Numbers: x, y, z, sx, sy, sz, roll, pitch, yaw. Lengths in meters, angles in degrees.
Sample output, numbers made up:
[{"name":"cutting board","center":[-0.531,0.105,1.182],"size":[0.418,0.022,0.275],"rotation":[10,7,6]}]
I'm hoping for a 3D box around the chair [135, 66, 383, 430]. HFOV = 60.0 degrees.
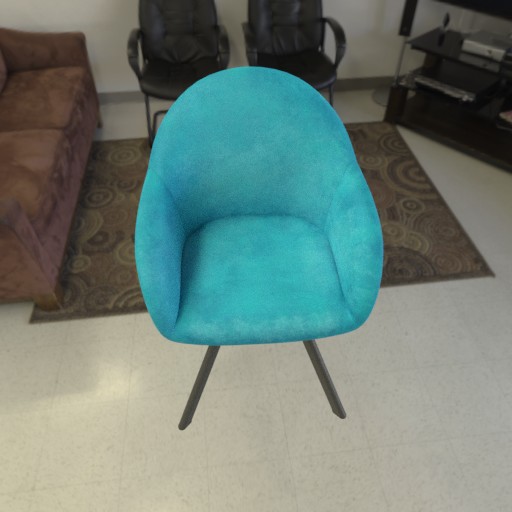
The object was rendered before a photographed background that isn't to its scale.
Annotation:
[{"name":"chair","center":[0.000,0.000,1.202],"size":[0.550,0.795,0.590],"rotation":[-3,46,-3]}]
